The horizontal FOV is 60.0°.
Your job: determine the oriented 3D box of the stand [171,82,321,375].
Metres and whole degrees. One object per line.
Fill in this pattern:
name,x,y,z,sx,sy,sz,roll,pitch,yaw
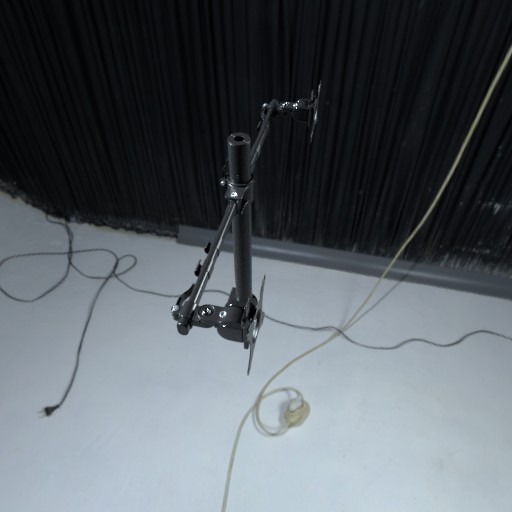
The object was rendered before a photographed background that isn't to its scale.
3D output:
stand,0.000,0.000,1.014,0.150,0.603,0.743,10,48,9
